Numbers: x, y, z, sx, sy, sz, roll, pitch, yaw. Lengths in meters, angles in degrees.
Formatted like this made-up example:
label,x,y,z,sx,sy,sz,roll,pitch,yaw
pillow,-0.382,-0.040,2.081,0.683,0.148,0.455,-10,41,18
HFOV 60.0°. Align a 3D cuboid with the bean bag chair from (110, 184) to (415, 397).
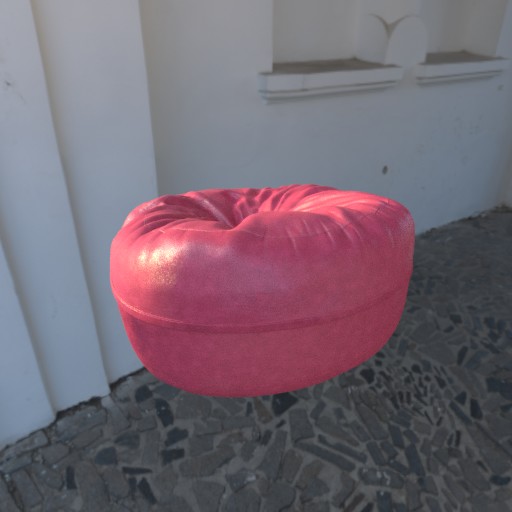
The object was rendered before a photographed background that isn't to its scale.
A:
label,x,y,z,sx,sy,sz,roll,pitch,yaw
bean bag chair,0.000,0.000,2.421,1.524,0.878,1.524,-9,28,-17
